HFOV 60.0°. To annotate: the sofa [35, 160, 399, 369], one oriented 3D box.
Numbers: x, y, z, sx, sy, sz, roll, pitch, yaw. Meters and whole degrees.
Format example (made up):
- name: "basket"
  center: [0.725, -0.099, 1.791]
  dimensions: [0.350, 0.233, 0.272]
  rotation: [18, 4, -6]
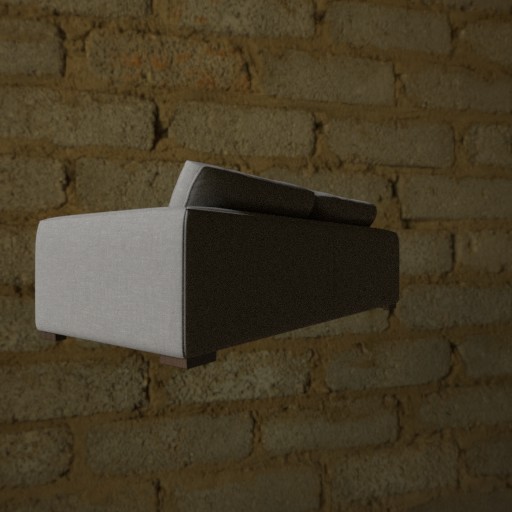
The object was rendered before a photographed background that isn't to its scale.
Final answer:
- name: "sofa"
  center: [0.000, 0.000, 2.745]
  dimensions: [1.070, 0.801, 2.262]
  rotation: [0, 0, 36]
